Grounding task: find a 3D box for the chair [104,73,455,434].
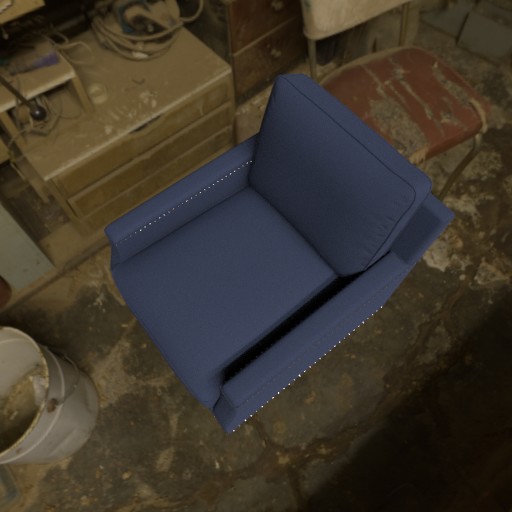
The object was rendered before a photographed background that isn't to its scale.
[{"bbox_3d":[0.000,0.000,1.747,1.014,0.943,0.853,-35,68,-16],"label":"chair"}]
